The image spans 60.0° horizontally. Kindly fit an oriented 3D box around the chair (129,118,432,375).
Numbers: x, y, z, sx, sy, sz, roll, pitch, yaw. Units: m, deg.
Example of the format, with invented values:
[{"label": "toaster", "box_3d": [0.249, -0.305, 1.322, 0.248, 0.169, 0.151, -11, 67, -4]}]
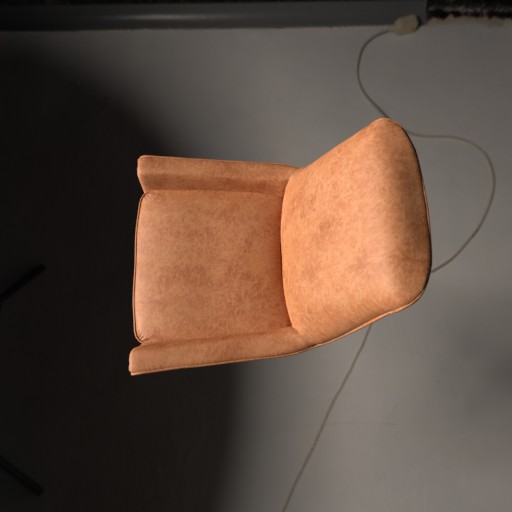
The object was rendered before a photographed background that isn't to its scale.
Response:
[{"label": "chair", "box_3d": [0.000, 0.000, 1.494, 0.851, 0.883, 0.753, -2, 75, 0]}]
